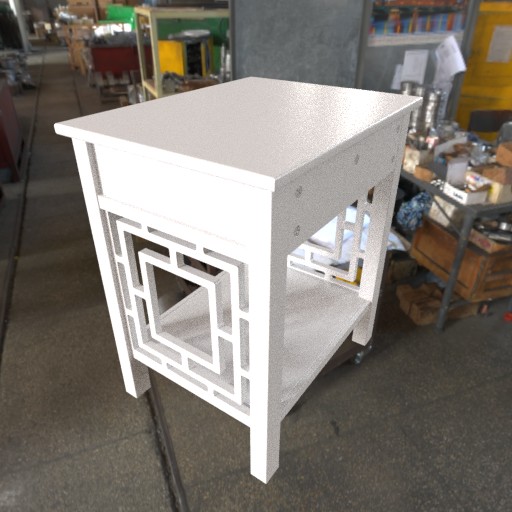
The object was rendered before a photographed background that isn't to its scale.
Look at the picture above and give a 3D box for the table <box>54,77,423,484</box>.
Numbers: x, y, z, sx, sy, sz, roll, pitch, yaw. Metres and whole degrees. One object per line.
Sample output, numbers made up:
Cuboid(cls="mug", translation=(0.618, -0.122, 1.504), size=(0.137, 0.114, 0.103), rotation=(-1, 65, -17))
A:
Cuboid(cls="table", translation=(0.000, 0.000, 0.997), size=(0.451, 0.646, 0.564), rotation=(20, 36, 29))
